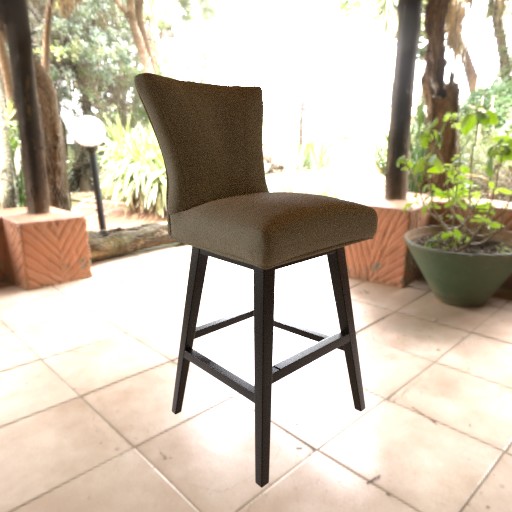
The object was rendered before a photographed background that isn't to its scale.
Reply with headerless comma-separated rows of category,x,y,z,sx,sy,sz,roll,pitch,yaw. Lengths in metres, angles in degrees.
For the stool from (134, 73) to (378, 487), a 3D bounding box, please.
stool,0.000,0.000,1.409,0.514,1.086,0.574,-14,20,-43
